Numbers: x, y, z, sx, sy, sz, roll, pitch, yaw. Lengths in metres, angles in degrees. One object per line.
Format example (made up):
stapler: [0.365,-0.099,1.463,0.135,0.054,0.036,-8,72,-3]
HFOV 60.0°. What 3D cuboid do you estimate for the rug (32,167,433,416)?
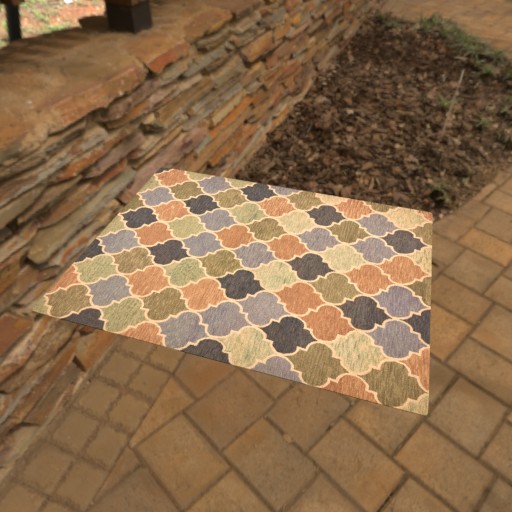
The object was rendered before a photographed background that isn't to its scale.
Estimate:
rug: [0.000,0.000,4.229,3.200,0.013,2.439,12,43,13]
